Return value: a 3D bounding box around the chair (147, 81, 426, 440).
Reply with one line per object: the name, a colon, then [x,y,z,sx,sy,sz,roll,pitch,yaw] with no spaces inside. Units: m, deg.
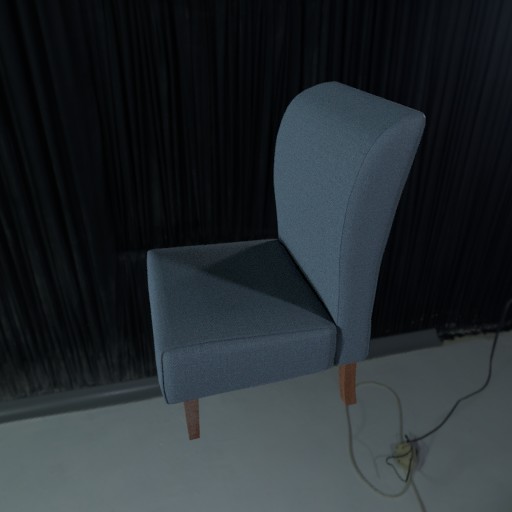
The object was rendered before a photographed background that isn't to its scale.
chair: [0.000,0.000,1.188,0.592,0.804,0.513,-8,31,-14]
